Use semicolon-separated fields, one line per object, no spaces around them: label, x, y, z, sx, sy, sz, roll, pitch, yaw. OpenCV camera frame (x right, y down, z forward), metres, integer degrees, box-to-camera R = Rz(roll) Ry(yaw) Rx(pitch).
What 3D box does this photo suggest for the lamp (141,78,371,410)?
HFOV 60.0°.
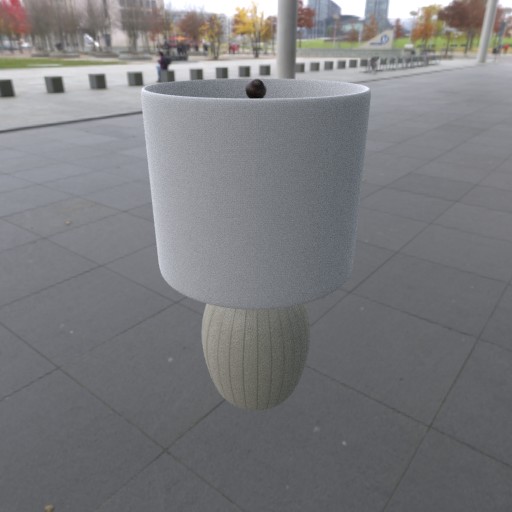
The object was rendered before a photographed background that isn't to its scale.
lamp;0.000;0.000;0.766;0.329;0.570;0.329;-18;31;-33
